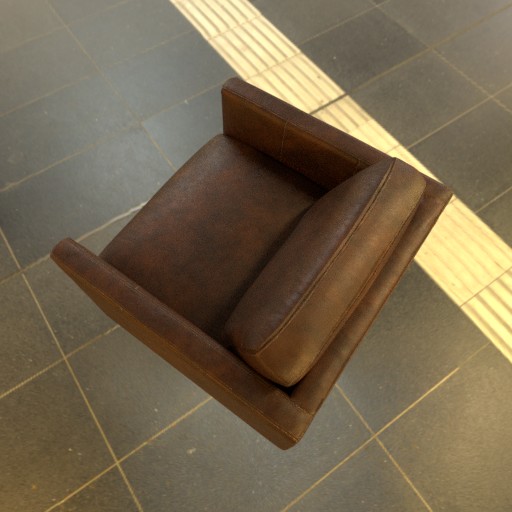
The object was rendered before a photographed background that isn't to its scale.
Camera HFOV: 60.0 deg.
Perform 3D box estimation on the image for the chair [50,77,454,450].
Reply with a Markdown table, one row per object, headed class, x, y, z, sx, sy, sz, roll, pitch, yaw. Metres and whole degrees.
| class | x | y | z | sx | sy | sz | roll | pitch | yaw |
| --- | --- | --- | --- | --- | --- | --- | --- | --- | --- |
| chair | 0.000 | 0.000 | 1.699 | 0.975 | 0.864 | 0.990 | 33 | 68 | 15 |
